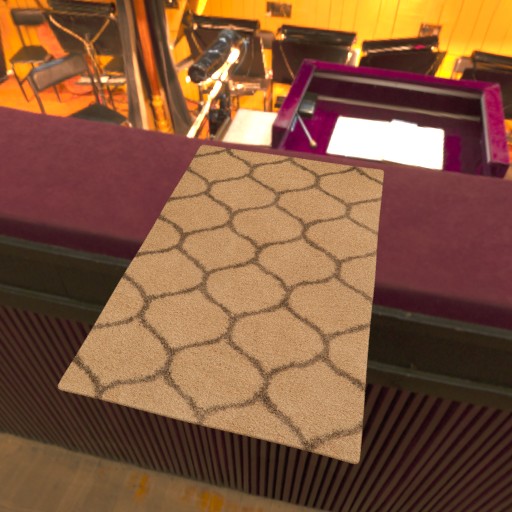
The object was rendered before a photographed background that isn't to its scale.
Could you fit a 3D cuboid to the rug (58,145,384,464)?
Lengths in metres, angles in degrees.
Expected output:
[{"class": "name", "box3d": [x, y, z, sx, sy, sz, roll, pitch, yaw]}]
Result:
[{"class": "rug", "box3d": [0.000, 0.000, 3.405, 1.801, 0.026, 2.701, 10, 48, 9]}]
